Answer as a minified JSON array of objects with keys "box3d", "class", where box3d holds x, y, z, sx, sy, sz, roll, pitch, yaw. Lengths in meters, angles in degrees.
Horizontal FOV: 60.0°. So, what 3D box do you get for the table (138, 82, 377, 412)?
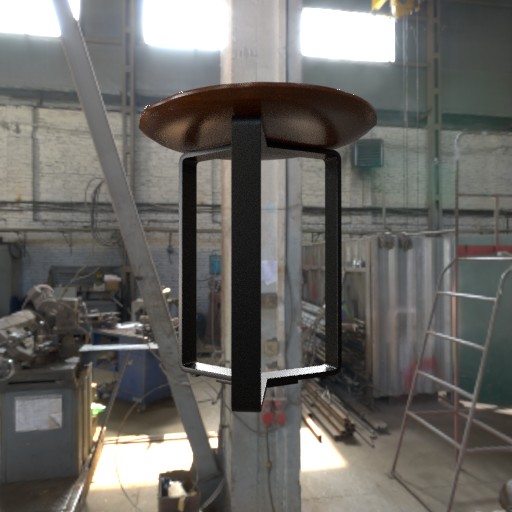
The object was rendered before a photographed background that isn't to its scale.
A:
[{"box3d":[0.000,0.000,0.770,0.410,0.450,0.380,0,-1,35],"class":"table"}]
